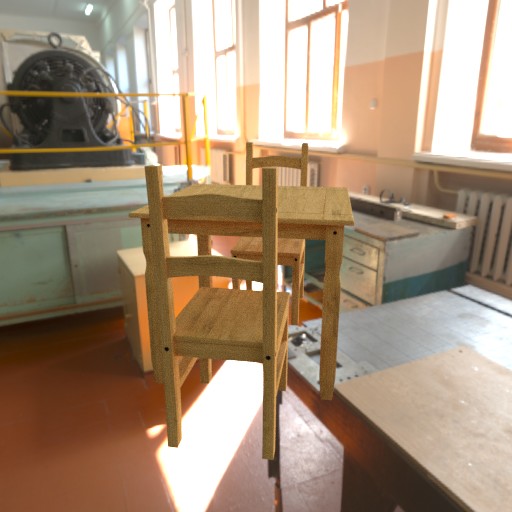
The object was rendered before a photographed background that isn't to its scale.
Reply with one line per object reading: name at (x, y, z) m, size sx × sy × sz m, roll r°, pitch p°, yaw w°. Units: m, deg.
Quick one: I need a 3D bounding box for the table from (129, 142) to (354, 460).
table at (0.000, 0.000, 2.025) m, size 0.813 × 0.942 × 1.501 m, roll 3°, pitch 17°, yaw 9°
